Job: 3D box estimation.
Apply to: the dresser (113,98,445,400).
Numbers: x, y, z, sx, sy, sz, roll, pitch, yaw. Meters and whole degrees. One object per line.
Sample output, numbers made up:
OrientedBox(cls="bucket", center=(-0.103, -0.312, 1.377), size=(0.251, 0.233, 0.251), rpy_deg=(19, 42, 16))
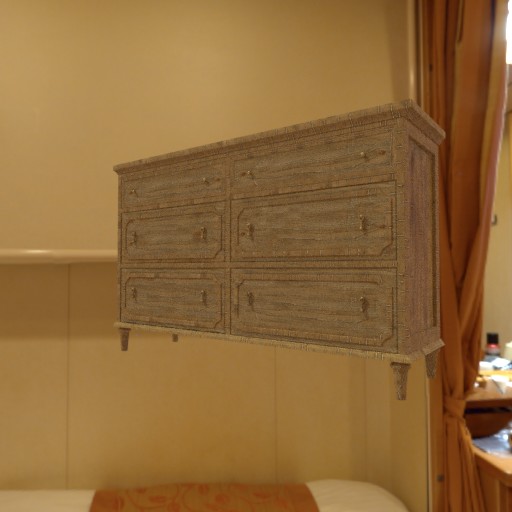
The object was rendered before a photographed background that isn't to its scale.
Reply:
OrientedBox(cls="dresser", center=(0.000, 0.000, 2.133), size=(1.626, 1.016, 0.457), rpy_deg=(-1, -2, 36))
